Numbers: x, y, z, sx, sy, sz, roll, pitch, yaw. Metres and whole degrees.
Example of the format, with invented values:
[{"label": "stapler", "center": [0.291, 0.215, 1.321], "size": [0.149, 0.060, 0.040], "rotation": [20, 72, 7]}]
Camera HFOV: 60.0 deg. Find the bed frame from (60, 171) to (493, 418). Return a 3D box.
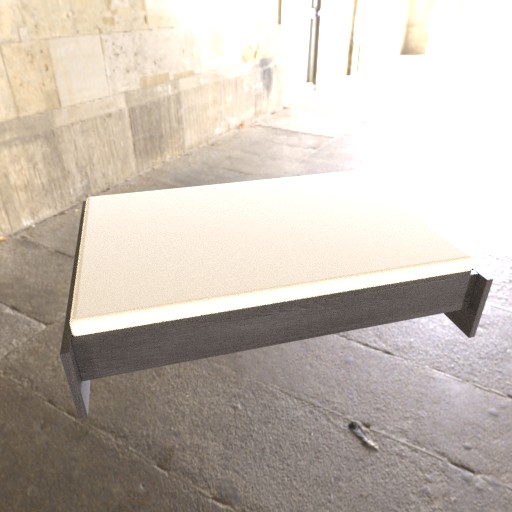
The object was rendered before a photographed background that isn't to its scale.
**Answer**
[{"label": "bed frame", "center": [0.000, 0.000, 2.591], "size": [1.950, 0.432, 1.490], "rotation": [-8, 32, -13]}]
